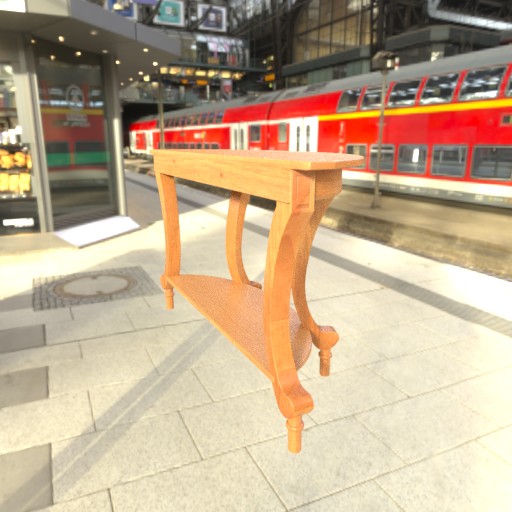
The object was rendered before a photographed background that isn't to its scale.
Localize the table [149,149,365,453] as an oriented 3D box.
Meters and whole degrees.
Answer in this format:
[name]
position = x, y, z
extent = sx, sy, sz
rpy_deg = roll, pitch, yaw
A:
[table]
position = 0.000, 0.000, 1.518
extent = 0.394, 0.692, 1.198
rpy_deg = -7, 16, -26
